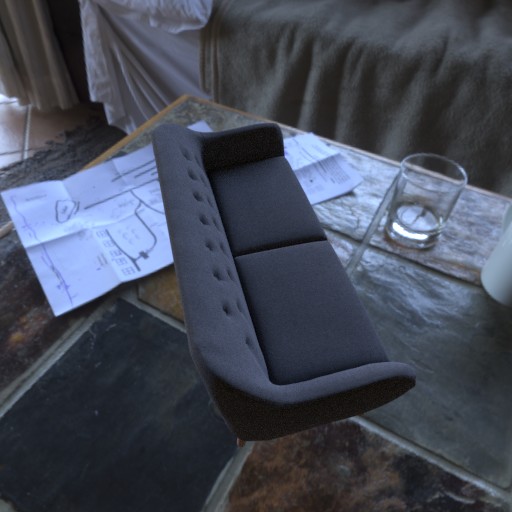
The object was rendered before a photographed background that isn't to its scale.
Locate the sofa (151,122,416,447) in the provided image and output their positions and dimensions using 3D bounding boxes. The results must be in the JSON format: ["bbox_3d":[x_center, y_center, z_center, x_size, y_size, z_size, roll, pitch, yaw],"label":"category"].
[{"bbox_3d":[0.000,0.000,2.276,0.820,0.820,1.840,-11,49,-10],"label":"sofa"}]
